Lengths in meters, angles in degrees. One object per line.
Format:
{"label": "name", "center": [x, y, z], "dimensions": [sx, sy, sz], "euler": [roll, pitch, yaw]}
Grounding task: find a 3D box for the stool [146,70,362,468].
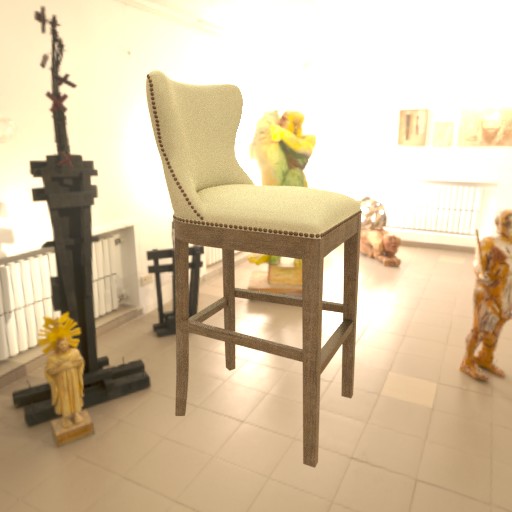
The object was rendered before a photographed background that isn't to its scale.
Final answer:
{"label": "stool", "center": [0.000, 0.000, 1.469], "dimensions": [0.606, 1.123, 0.494], "euler": [8, 18, 26]}
